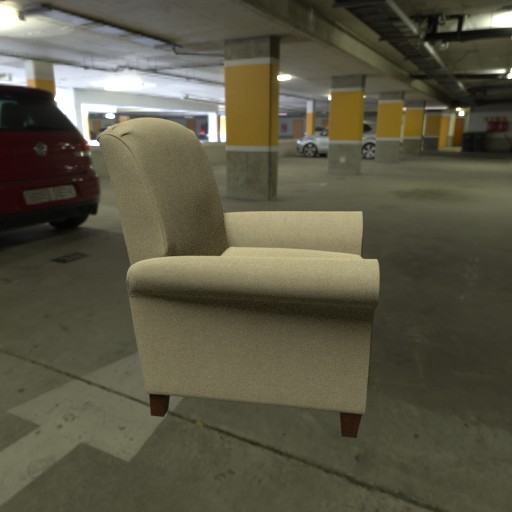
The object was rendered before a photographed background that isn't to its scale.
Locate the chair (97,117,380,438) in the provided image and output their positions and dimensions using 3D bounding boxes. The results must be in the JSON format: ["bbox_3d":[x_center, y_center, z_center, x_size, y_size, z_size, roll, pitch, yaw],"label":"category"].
[{"bbox_3d":[0.000,0.000,1.775,0.905,1.061,0.978,3,16,10],"label":"chair"}]
